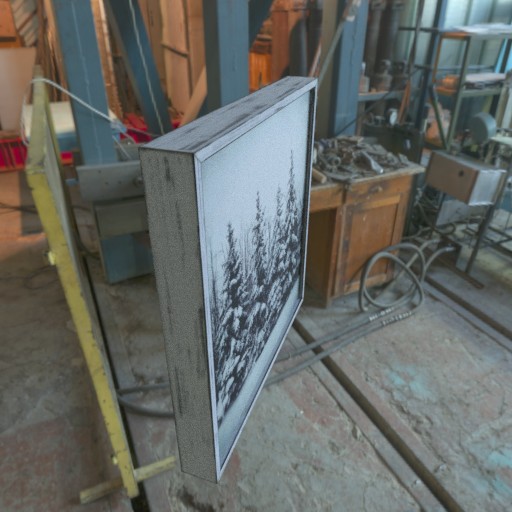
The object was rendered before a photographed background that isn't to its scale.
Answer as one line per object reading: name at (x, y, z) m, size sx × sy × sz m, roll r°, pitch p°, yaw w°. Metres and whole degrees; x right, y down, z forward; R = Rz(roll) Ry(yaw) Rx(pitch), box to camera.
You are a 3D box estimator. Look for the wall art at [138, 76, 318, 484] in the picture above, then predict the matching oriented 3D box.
wall art at (0.000, 0.000, 0.453) m, size 0.036 × 0.303 × 0.303 m, roll 10°, pitch 31°, yaw 17°
